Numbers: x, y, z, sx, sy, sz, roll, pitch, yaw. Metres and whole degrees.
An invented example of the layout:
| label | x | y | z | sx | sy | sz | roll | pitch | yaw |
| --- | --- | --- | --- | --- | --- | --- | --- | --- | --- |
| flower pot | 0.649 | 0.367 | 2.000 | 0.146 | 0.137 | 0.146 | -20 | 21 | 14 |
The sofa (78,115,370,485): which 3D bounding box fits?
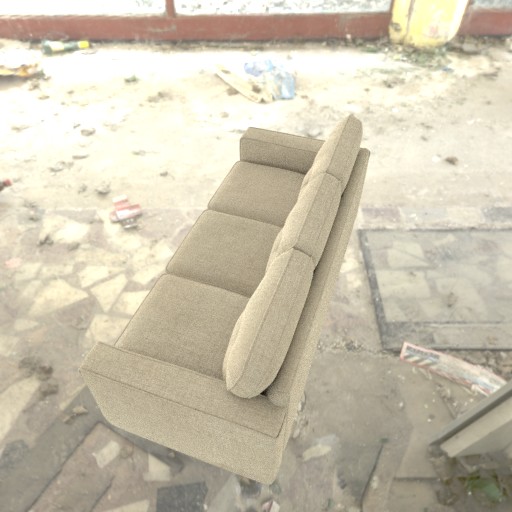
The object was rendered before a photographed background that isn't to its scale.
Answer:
| label | x | y | z | sx | sy | sz | roll | pitch | yaw |
| --- | --- | --- | --- | --- | --- | --- | --- | --- | --- |
| sofa | 0.000 | 0.000 | 2.613 | 0.939 | 0.965 | 2.133 | 15 | 48 | 13 |
